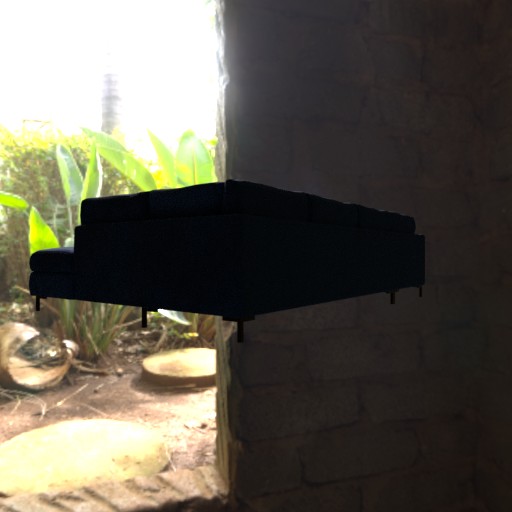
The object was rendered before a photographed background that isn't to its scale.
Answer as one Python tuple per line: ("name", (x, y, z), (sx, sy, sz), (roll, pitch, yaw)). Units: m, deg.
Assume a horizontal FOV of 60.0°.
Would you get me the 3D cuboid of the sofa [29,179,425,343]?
("sofa", (0.000, 0.000, 3.236), (1.707, 0.687, 2.486), (0, 0, 37))
